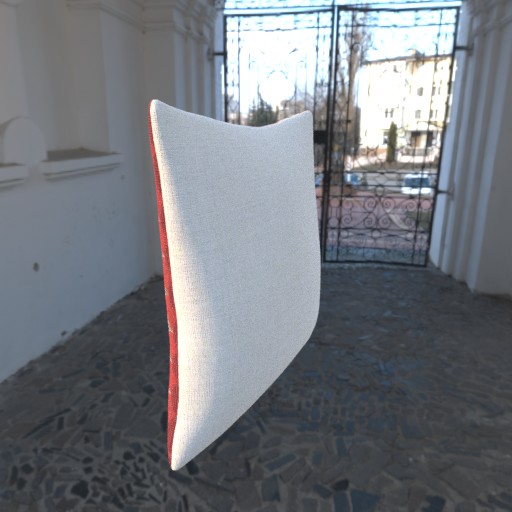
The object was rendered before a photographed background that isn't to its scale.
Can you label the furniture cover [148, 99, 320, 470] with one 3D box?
[{"bbox_3d":[0.000,0.000,0.650,0.145,0.420,0.435,8,18,26],"label":"furniture cover"}]
